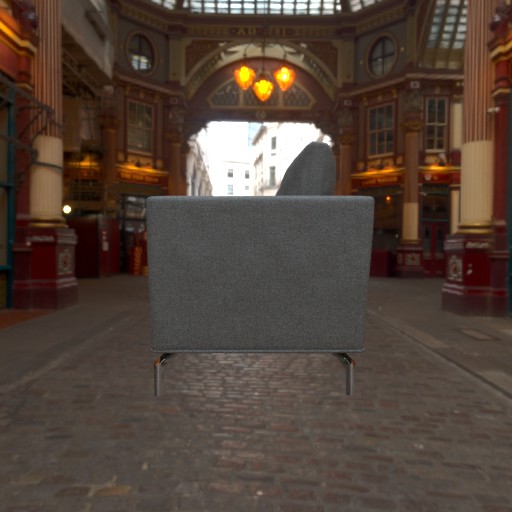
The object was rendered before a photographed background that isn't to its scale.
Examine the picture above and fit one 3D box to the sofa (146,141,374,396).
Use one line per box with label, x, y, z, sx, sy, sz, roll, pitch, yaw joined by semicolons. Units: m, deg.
sofa;0.000;0.000;2.725;0.869;1.002;2.212;0;1;0
